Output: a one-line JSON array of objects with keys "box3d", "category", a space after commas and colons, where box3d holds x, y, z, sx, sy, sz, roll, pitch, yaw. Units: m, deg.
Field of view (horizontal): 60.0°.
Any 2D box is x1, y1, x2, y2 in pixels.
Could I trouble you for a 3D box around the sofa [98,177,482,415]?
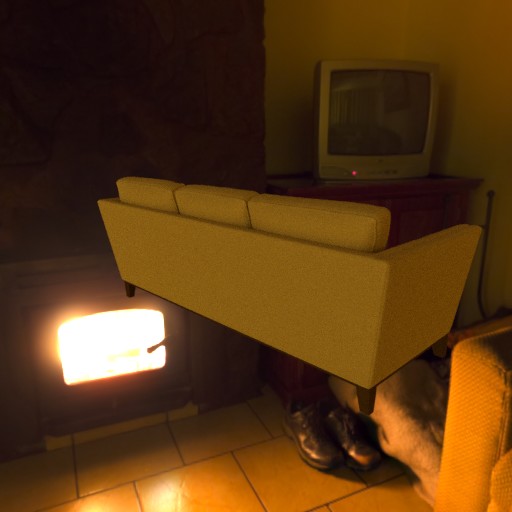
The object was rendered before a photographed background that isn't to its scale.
[{"box3d": [0.000, 0.000, 2.872, 0.965, 0.940, 2.388, -14, 21, -43], "category": "sofa"}]
